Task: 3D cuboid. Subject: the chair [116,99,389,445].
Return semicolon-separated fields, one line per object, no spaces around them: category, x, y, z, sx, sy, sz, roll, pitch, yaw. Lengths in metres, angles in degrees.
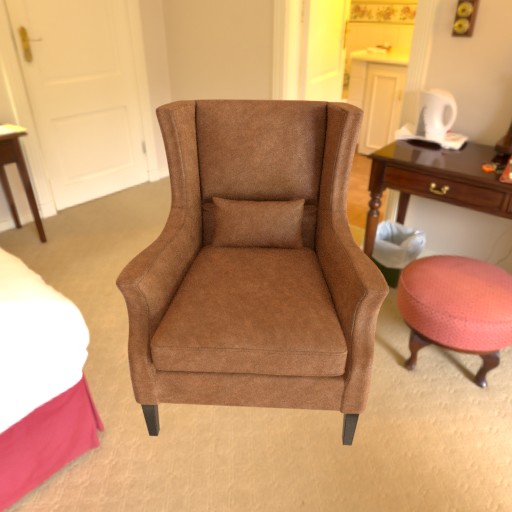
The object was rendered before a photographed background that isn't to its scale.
chair;0.000;0.000;1.686;0.853;1.016;0.926;2;30;3
